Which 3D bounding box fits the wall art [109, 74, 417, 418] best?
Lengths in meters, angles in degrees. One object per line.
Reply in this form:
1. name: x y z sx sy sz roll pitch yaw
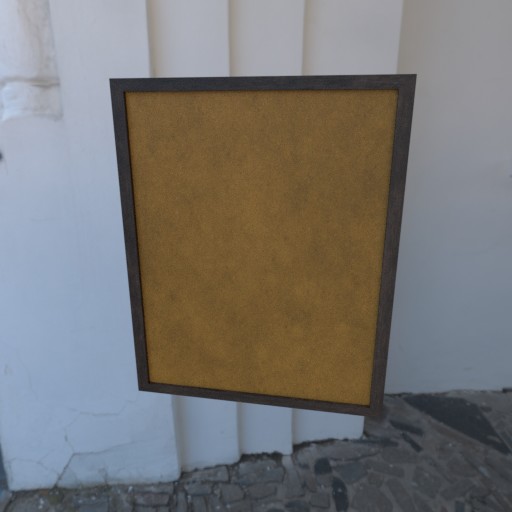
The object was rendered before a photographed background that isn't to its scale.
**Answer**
1. wall art: 0.000 0.000 0.541 0.329 0.406 0.027 3 18 10
